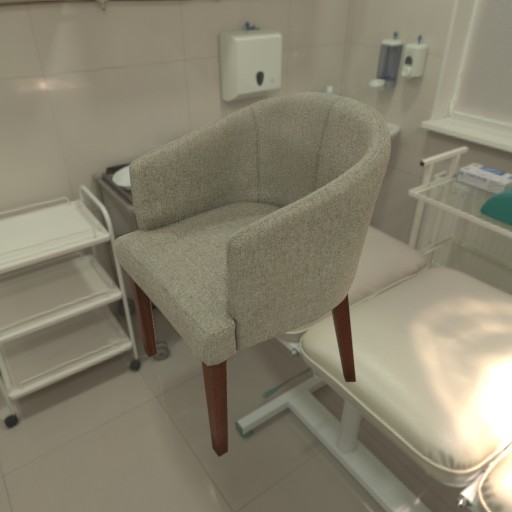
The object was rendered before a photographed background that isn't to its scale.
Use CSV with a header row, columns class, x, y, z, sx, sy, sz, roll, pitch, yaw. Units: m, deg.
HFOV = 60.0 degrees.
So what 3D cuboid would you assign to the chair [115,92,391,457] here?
class,x,y,z,sx,sy,sz,roll,pitch,yaw
chair,0.000,0.000,1.284,0.655,0.811,0.583,-21,38,-30
